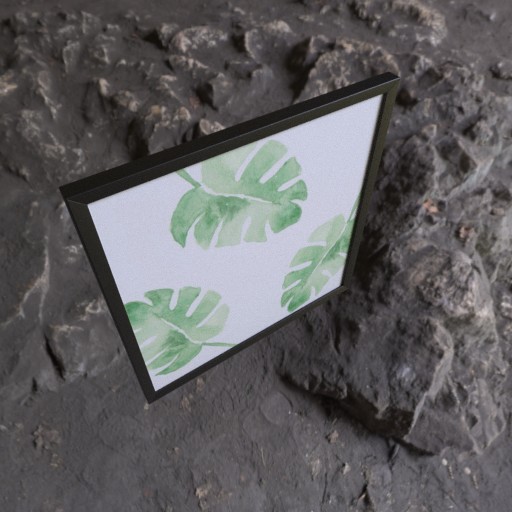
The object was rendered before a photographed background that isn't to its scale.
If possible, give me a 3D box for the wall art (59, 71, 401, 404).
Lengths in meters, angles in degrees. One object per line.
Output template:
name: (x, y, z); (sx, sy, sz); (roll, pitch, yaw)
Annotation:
wall art: (0.000, 0.000, 1.150); (0.765, 0.765, 0.038); (-26, 52, -22)
